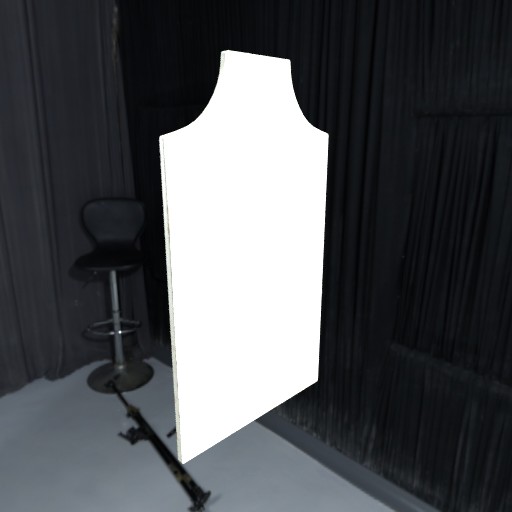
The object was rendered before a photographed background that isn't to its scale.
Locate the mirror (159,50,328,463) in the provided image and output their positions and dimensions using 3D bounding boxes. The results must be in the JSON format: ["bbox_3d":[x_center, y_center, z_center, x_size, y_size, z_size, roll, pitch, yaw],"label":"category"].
[{"bbox_3d":[0.000,0.000,0.865,0.403,0.717,0.022,-15,22,-42],"label":"mirror"}]
